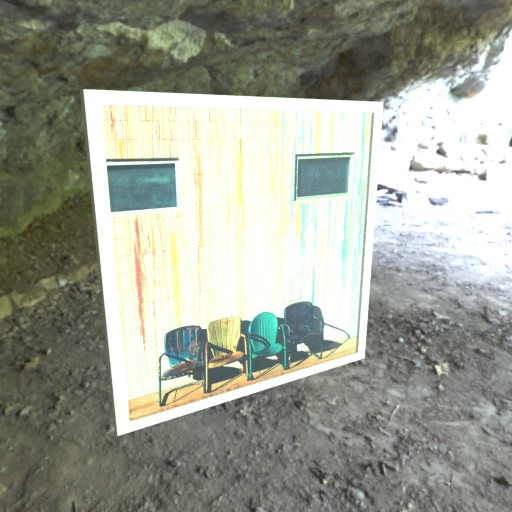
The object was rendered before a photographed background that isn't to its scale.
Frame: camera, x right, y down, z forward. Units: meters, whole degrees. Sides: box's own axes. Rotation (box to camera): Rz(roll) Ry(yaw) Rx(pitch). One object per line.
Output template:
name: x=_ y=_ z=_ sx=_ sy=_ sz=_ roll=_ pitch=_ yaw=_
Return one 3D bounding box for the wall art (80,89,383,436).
wall art: x=0.000 y=0.000 z=1.125 sx=0.760 sy=0.760 sz=0.036 roll=-9 pitch=18 yaw=-28
